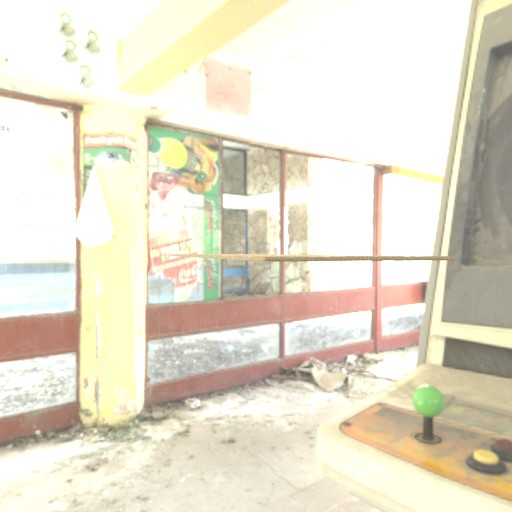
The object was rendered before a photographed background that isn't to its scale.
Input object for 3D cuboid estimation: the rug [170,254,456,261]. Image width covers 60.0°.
[{"bbox_3d":[0.000,0.000,2.460,0.678,0.014,2.276,0,0,-18],"label":"rug"}]
